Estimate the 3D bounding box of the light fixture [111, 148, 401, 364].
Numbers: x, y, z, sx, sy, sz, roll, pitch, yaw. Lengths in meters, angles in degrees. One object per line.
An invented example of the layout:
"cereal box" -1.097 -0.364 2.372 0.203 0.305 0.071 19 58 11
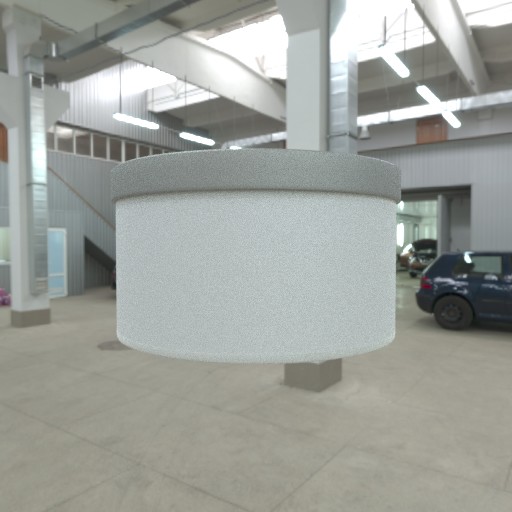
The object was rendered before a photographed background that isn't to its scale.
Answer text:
"light fixture" 0.000 0.000 0.635 0.393 0.229 0.393 0 2 0
